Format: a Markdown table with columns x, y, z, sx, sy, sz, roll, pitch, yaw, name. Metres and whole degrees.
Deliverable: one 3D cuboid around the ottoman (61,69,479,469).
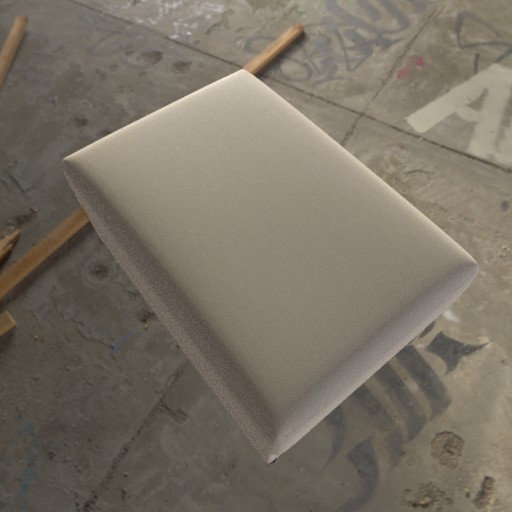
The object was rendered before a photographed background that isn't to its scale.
| x | y | z | sx | sy | sz | roll | pitch | yaw | name |
| --- | --- | --- | --- | --- | --- | --- | --- | --- | --- |
| 0.000 | 0.000 | 1.168 | 0.581 | 0.497 | 0.835 | -34 | 65 | -19 | ottoman |
